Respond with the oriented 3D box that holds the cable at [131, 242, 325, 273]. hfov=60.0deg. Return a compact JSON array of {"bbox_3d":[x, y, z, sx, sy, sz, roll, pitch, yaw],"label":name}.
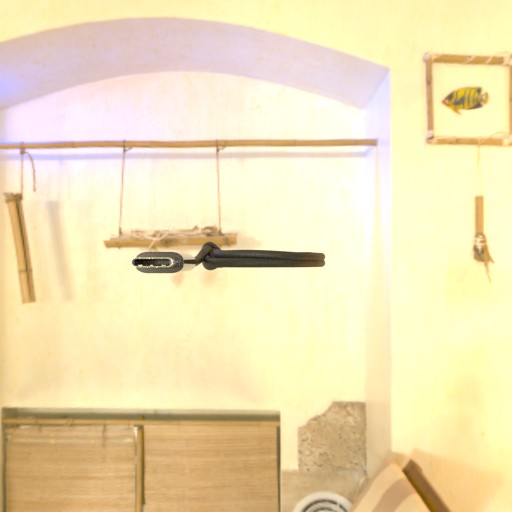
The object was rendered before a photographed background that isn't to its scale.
[{"bbox_3d":[0.000,0.000,0.221,0.070,0.014,0.203,0,-1,0],"label":"cable"}]
